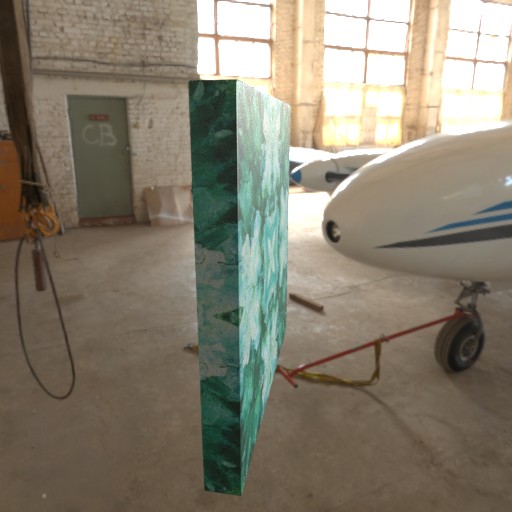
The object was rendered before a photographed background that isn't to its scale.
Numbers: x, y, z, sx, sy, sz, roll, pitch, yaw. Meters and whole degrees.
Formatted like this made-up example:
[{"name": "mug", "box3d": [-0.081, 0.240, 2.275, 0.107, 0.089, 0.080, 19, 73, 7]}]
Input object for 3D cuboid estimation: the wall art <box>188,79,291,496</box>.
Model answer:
[{"name": "wall art", "box3d": [0.000, 0.000, 0.463, 0.033, 0.313, 0.313, 3, 16, 10]}]
